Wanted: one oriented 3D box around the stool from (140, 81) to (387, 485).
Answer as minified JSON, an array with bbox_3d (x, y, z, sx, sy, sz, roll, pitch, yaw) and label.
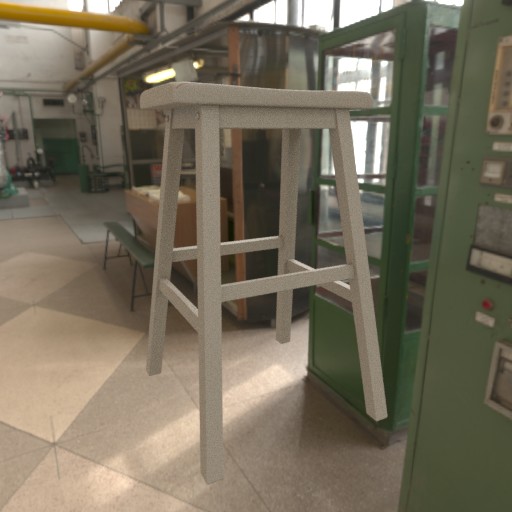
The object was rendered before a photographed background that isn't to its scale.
[{"bbox_3d":[0.000,0.000,1.055,0.457,0.737,0.476,-8,18,-26],"label":"stool"}]
